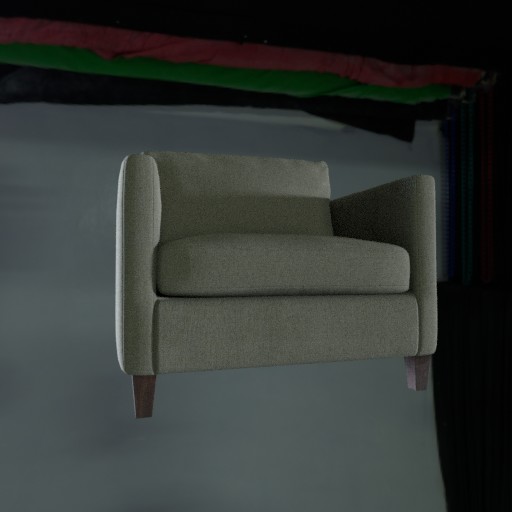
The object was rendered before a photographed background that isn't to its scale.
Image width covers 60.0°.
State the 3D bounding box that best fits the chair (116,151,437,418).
[{"bbox_3d":[0.000,0.000,1.837,1.107,0.963,0.959,0,-1,-17],"label":"chair"}]
